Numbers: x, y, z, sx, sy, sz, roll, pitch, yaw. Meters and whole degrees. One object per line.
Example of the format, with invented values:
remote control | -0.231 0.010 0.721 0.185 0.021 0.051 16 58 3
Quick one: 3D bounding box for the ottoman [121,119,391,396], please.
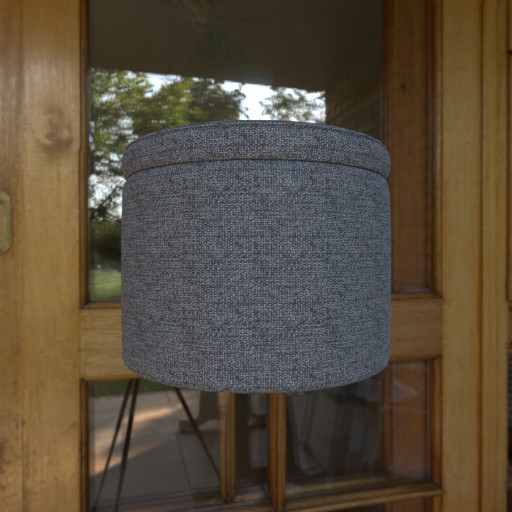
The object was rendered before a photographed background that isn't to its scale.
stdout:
ottoman | 0.000 0.000 0.893 0.520 0.430 0.520 0 0 0
